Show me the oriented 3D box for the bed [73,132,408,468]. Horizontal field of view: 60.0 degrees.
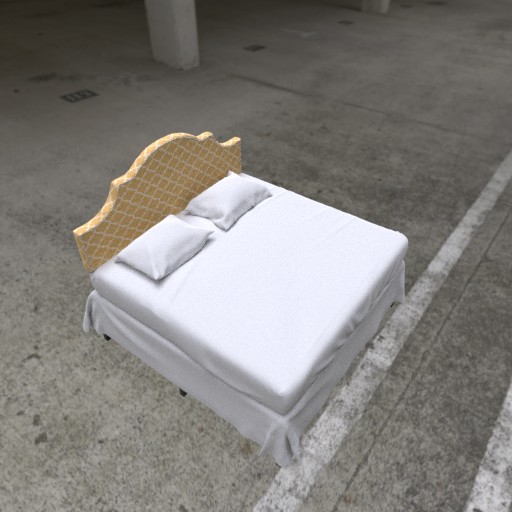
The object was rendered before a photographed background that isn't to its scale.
[{"bbox_3d":[0.000,0.000,3.771,2.222,1.601,2.314,26,47,27],"label":"bed"}]
